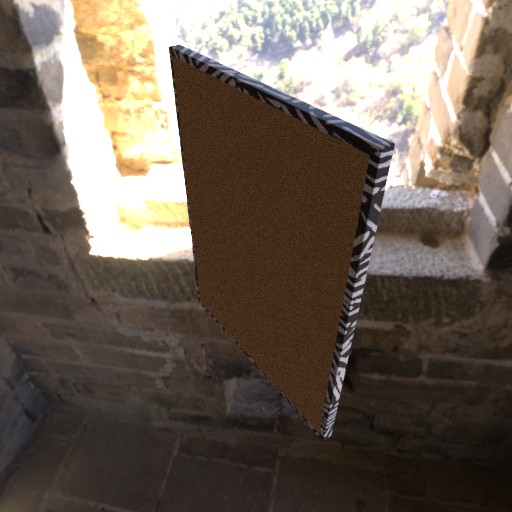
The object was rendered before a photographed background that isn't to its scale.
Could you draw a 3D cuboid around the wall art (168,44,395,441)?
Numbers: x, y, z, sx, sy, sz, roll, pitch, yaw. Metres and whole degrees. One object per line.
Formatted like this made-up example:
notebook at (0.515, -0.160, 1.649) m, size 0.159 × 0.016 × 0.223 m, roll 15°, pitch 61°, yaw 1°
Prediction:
wall art at (0.000, 0.000, 1.325) m, size 0.038 × 1.017 × 0.765 m, roll -26°, pitch 47°, yaw -27°
